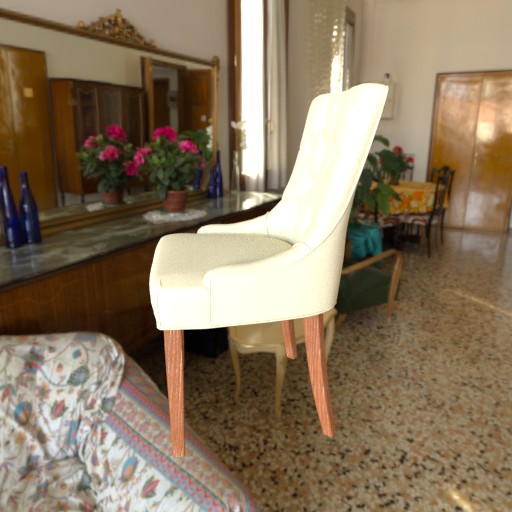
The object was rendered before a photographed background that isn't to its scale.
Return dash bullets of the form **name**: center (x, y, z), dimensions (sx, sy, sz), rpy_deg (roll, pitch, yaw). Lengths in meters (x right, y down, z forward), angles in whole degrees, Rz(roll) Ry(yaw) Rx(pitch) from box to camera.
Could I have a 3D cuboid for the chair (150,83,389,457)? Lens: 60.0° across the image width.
- **chair**: center (0.000, 0.000, 1.228), dimensions (0.565, 0.874, 0.509), rpy_deg (-2, 16, -9)
